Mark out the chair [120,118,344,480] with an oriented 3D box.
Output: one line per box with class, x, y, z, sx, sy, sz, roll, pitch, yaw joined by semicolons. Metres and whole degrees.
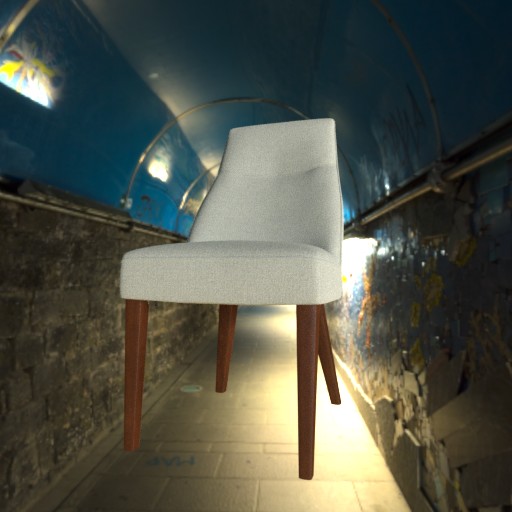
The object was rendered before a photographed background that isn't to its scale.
chair;0.000;0.000;1.275;0.500;0.930;0.620;0;-1;19
